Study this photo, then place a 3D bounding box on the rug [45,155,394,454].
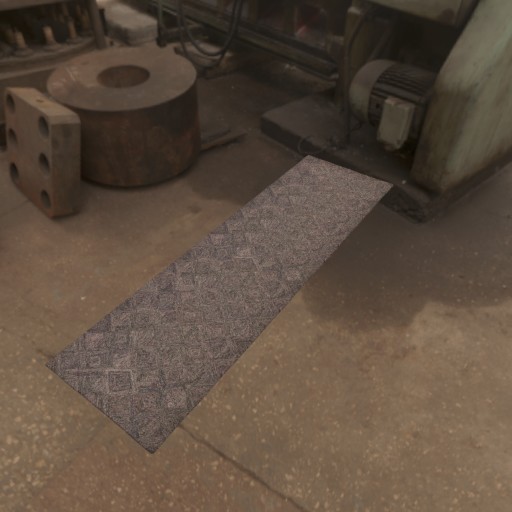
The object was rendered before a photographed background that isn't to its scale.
[{"bbox_3d":[0.000,0.000,2.533,0.691,0.011,2.296,26,49,26],"label":"rug"}]
